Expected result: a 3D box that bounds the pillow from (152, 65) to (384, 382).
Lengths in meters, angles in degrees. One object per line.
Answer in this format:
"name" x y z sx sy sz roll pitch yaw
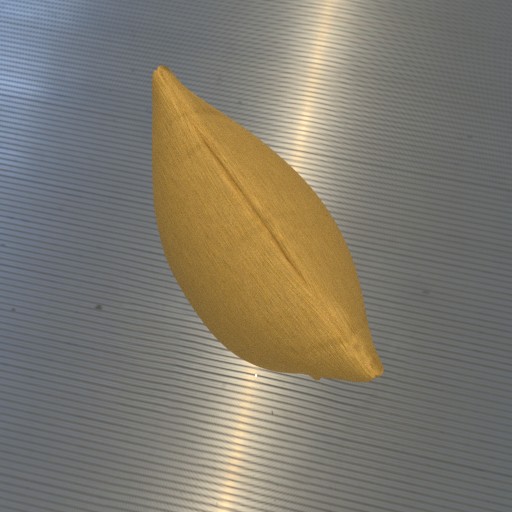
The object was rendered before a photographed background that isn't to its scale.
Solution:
"pillow" 0.000 0.000 0.676 0.247 0.417 0.435 -33 77 -8
